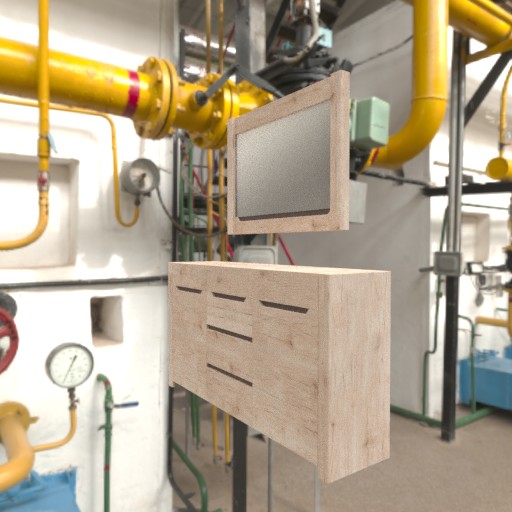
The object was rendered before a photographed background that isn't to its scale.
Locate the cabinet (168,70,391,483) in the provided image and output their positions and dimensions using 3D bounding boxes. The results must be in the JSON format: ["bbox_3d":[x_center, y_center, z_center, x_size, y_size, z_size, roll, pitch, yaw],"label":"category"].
[{"bbox_3d":[0.000,0.000,2.743,0.420,1.981,1.700,-1,2,-35],"label":"cabinet"}]
